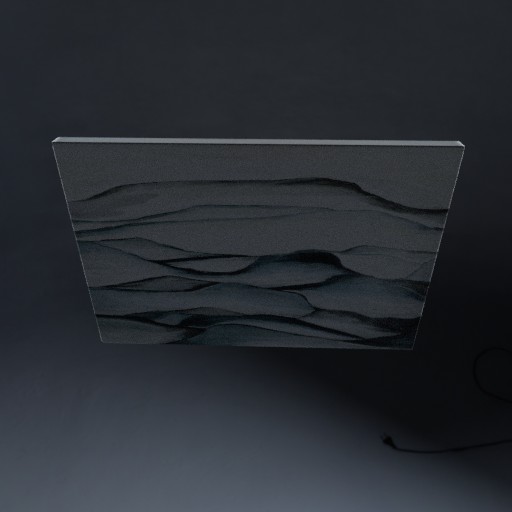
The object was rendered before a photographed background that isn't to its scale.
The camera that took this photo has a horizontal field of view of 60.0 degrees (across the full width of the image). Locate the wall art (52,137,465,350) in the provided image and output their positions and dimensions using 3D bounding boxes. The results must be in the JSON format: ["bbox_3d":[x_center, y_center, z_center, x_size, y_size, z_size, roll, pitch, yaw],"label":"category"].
[{"bbox_3d":[0.000,0.000,1.157,0.914,0.609,0.039,1,33,2],"label":"wall art"}]
